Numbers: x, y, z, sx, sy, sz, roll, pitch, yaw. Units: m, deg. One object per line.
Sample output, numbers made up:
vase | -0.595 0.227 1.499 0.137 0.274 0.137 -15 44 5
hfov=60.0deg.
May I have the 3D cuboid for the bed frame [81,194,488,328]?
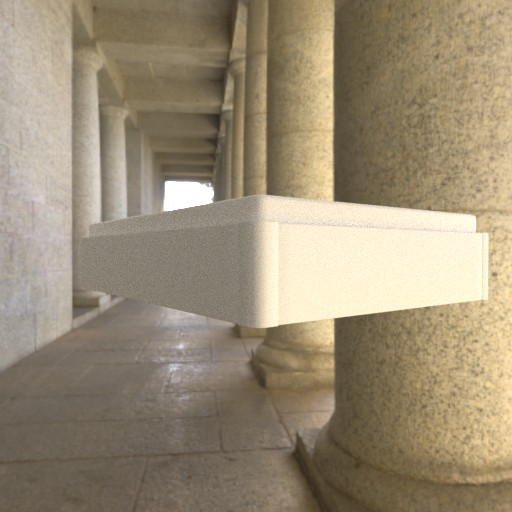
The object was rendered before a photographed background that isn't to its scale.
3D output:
bed frame | 0.000 0.000 2.469 1.400 0.406 1.900 0 1 -36
